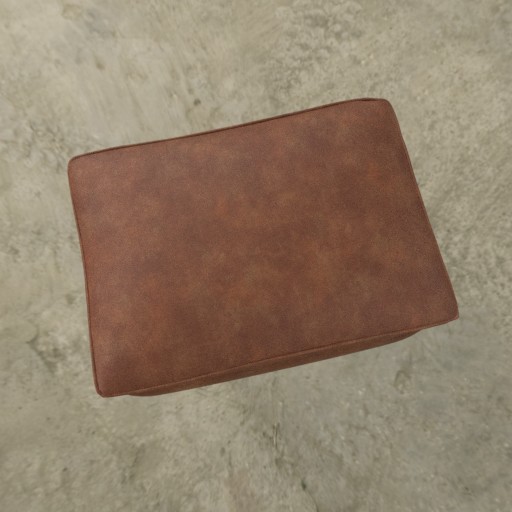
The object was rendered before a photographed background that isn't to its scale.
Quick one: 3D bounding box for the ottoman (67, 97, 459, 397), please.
[{"bbox_3d":[0.000,0.000,0.983,0.665,0.418,0.501,-12,76,-3],"label":"ottoman"}]
